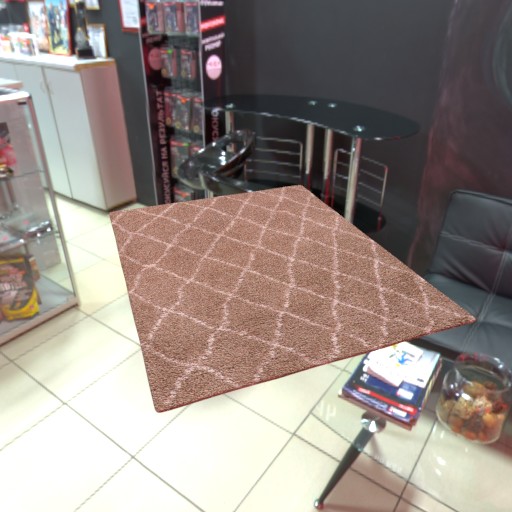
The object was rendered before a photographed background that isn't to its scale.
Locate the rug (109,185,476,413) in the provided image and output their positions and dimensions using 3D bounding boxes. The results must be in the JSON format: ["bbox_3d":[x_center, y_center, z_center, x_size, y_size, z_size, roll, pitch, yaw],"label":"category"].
[{"bbox_3d":[0.000,0.000,4.222,2.438,0.029,3.047,-11,32,-18],"label":"rug"}]
